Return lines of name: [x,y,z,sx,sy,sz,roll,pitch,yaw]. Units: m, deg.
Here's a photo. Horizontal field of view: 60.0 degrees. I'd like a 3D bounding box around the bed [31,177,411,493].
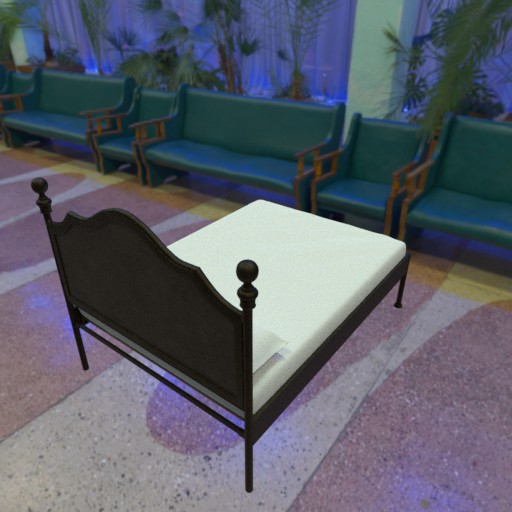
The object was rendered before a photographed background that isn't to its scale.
bed: [0.000,0.000,3.261,1.642,1.499,2.224,21,36,32]
